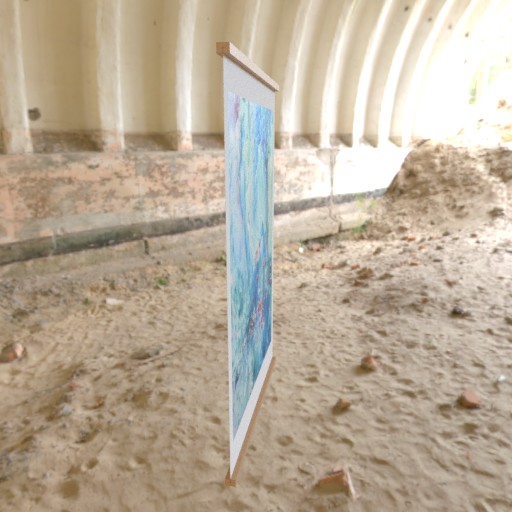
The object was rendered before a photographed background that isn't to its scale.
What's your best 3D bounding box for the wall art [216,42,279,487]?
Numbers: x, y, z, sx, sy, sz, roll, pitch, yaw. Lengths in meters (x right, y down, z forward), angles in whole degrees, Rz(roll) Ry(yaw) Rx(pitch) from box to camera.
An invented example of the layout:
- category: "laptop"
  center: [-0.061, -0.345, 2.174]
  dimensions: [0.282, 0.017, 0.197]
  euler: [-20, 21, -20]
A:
- category: "wall art"
  center: [0.000, 0.000, 1.926]
  dimensions: [0.040, 1.510, 0.991]
  euler: [3, 14, 11]
